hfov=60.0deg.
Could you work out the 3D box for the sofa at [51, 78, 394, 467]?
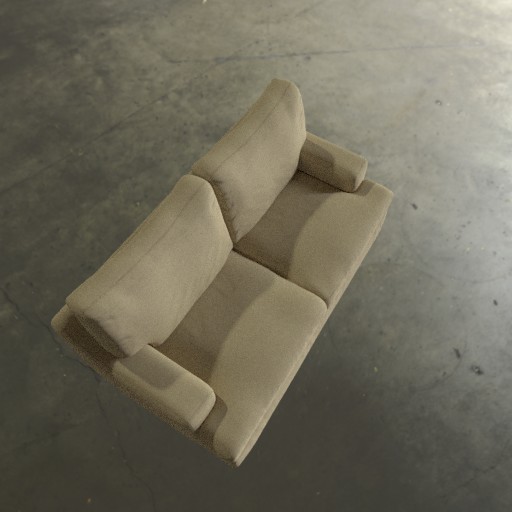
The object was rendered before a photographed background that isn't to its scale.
[{"bbox_3d":[0.000,0.000,2.443,0.962,0.967,1.885,28,63,16],"label":"sofa"}]
